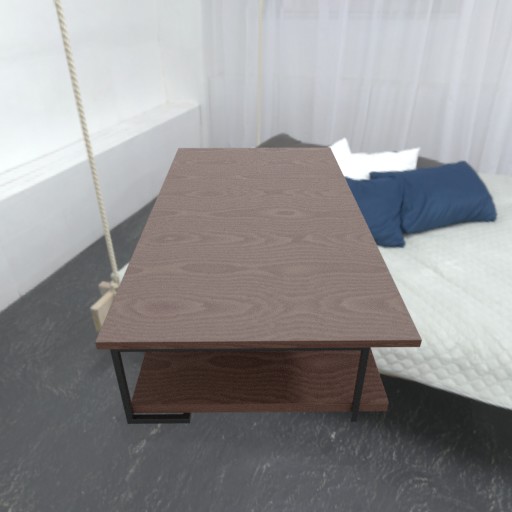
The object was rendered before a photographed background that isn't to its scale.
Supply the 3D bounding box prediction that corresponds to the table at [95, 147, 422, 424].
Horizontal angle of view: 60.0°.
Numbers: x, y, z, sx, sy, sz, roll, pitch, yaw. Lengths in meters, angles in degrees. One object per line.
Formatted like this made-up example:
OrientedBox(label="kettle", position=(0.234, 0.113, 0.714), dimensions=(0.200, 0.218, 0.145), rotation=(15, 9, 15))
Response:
OrientedBox(label="table", position=(0.000, 0.000, 1.480), dimensions=(0.651, 0.347, 1.197), rotation=(0, 32, -1))
